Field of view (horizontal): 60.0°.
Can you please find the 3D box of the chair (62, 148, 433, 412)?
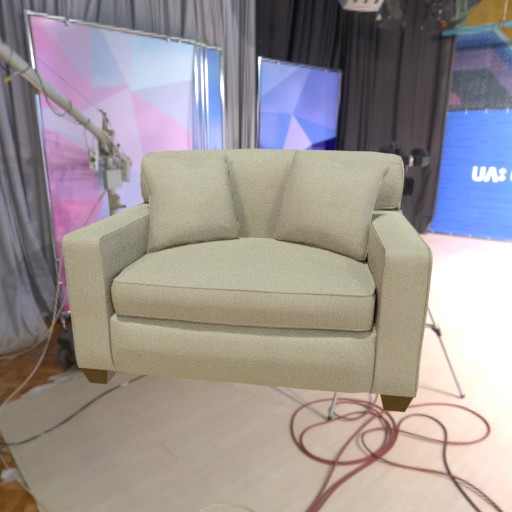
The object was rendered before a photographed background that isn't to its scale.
[{"bbox_3d":[0.000,0.000,2.072,1.383,0.948,1.000,3,16,9],"label":"chair"}]
